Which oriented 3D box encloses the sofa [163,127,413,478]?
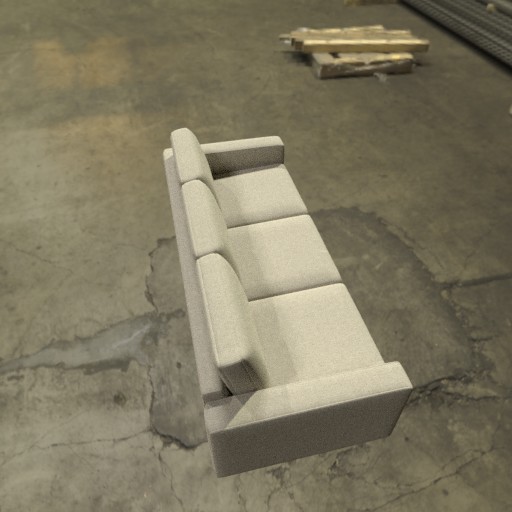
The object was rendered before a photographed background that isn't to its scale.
[{"bbox_3d":[0.000,0.000,2.651,0.900,0.800,2.160,-9,45,-9],"label":"sofa"}]
